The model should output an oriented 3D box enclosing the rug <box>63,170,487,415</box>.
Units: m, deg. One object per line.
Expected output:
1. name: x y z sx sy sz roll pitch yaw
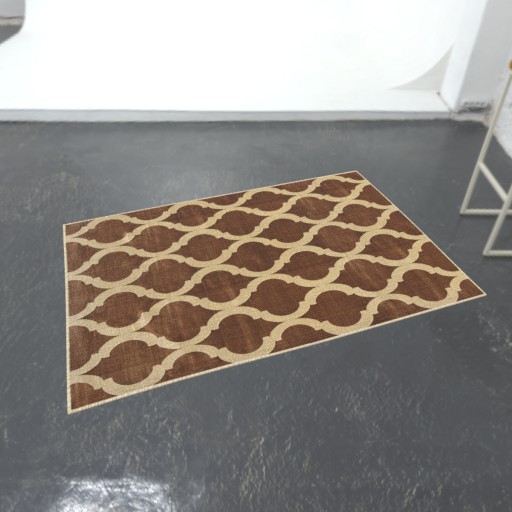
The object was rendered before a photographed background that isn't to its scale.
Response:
1. rug: 0.000 0.000 2.789 2.284 0.008 1.522 -13 42 -15
